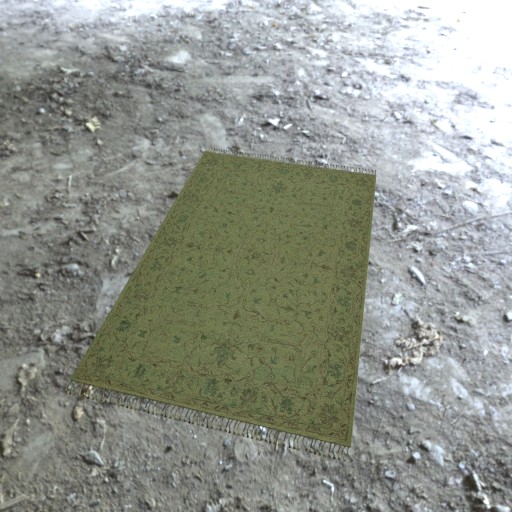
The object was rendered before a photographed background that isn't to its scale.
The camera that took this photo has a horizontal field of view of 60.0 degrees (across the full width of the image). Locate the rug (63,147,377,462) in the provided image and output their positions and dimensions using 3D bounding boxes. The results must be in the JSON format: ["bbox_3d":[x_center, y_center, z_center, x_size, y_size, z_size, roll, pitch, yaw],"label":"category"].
[{"bbox_3d":[0.000,0.000,3.037,1.544,0.010,2.435,10,47,10],"label":"rug"}]
